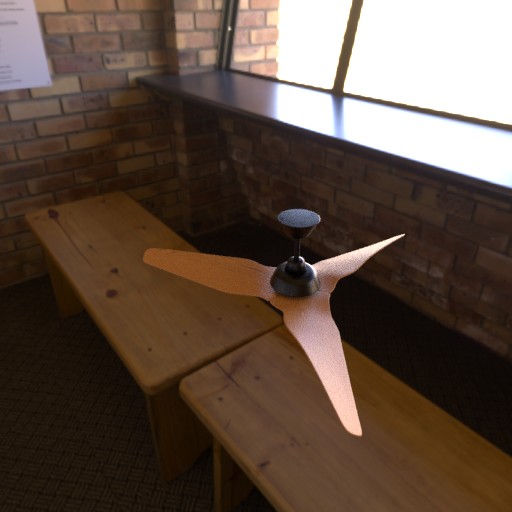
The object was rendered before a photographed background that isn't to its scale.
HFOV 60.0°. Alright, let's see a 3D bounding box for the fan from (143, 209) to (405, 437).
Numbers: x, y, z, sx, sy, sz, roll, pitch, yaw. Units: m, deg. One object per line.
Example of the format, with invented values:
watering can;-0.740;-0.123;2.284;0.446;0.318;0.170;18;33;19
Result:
fan;0.000;0.000;1.633;1.010;0.355;1.142;10;32;17
